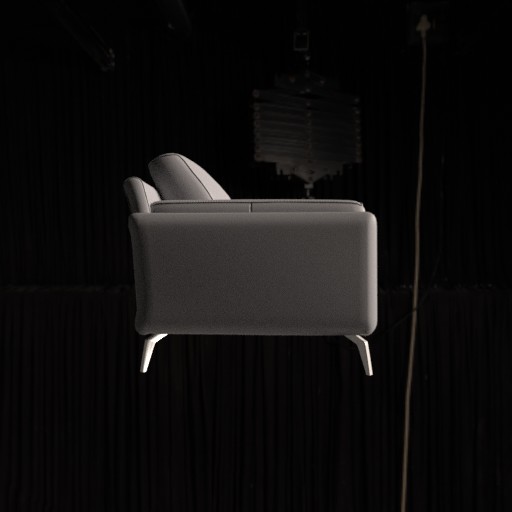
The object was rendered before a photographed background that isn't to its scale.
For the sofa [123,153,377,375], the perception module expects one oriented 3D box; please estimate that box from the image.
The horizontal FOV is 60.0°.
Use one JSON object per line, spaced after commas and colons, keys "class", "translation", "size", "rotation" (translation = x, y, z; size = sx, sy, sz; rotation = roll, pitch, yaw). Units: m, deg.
{"class": "sofa", "translation": [0.000, 0.000, 2.669], "size": [0.969, 0.900, 2.100], "rotation": [0, -1, 2]}
